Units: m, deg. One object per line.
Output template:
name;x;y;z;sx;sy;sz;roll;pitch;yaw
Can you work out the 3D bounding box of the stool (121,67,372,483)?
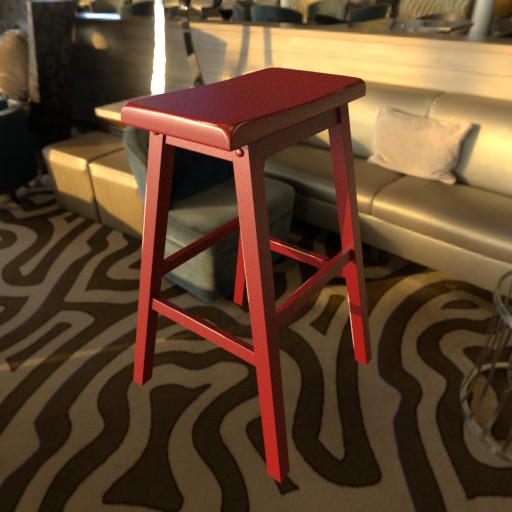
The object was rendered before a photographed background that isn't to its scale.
stool;0.000;0.000;1.023;0.476;0.737;0.457;22;38;31
